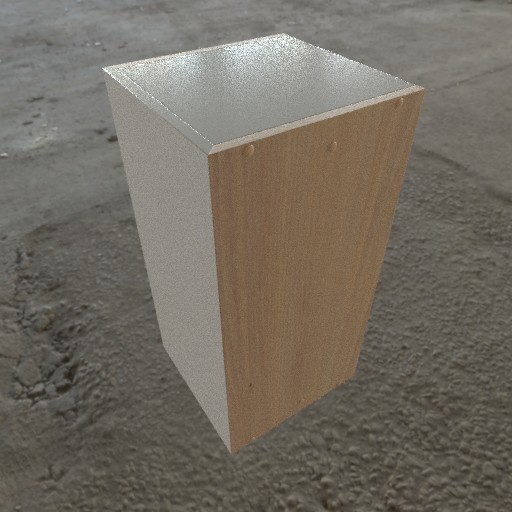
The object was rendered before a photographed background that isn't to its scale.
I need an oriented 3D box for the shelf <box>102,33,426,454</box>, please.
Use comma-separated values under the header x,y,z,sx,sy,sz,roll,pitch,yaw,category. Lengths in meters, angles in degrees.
x,y,z,sx,sy,sz,roll,pitch,yaw,category
0.000,0.000,0.752,0.297,0.594,0.290,-24,46,-25,shelf
